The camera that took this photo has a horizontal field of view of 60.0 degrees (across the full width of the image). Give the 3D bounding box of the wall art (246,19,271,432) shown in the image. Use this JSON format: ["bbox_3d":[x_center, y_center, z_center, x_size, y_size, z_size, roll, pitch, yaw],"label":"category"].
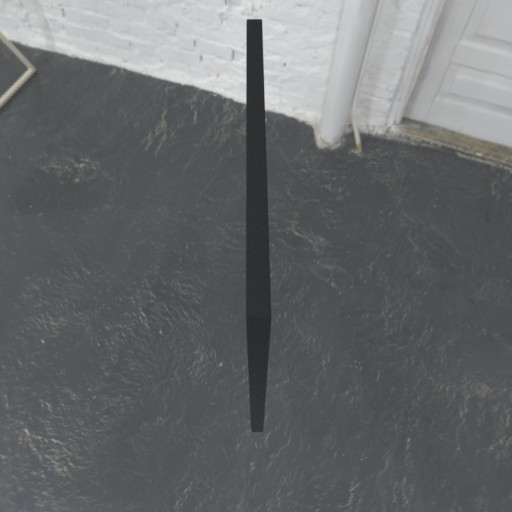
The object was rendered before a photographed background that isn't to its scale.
[{"bbox_3d":[0.000,0.000,0.696,0.021,0.508,0.432,0,58,0],"label":"wall art"}]
